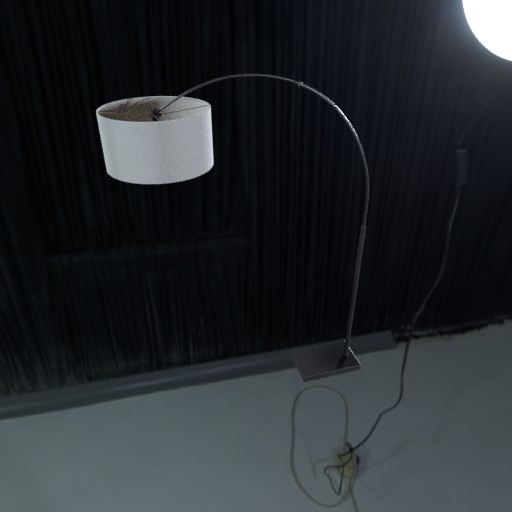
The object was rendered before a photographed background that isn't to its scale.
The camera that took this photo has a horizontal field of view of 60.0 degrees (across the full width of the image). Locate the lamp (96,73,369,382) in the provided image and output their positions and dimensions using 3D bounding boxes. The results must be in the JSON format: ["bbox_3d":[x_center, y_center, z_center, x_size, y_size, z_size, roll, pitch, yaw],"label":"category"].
[{"bbox_3d":[0.000,0.000,2.500,1.424,1.927,0.493,-8,32,-14],"label":"lamp"}]
